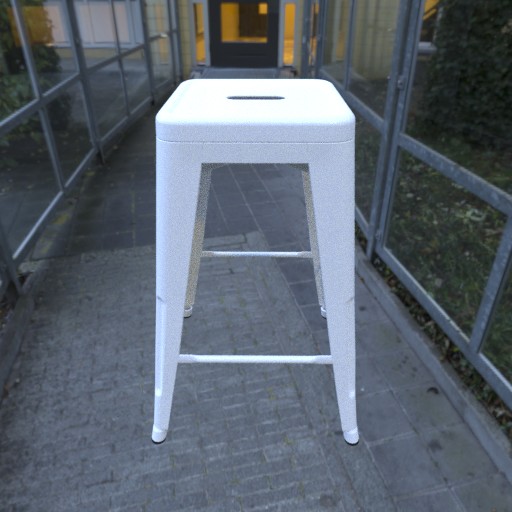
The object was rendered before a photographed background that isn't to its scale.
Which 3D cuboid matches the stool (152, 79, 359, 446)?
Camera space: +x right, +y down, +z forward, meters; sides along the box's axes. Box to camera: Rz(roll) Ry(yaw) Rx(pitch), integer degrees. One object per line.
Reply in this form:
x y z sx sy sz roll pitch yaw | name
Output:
0.000 0.000 0.870 0.406 0.610 0.406 0 32 0 | stool
